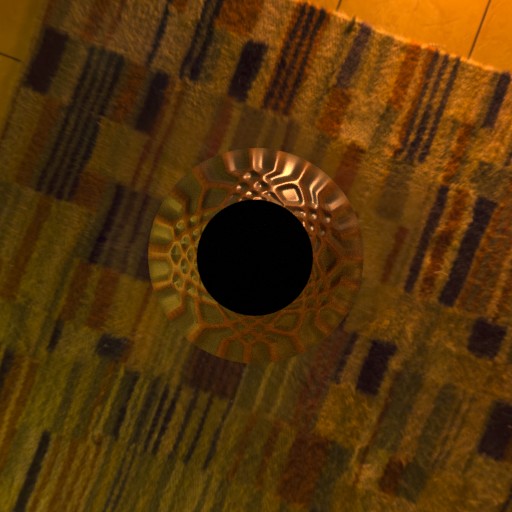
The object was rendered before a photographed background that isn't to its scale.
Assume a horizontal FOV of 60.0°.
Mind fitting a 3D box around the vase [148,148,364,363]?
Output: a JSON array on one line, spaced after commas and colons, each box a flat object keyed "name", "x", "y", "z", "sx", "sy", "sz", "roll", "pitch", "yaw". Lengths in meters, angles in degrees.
[{"name": "vase", "x": 0.000, "y": 0.000, "z": 0.140, "sx": 0.069, "sy": 0.088, "sz": 0.069, "roll": 0, "pitch": 91, "yaw": 0}]
